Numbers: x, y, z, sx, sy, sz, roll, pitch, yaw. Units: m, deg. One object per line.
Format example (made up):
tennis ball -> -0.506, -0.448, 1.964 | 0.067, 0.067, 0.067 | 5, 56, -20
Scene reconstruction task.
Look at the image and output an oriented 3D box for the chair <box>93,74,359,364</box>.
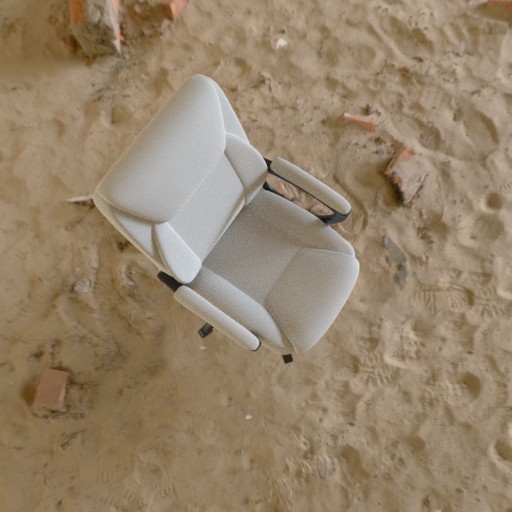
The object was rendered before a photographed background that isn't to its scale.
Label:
chair -> 0.000, 0.000, 1.495 | 0.669, 1.065, 0.663 | 34, 78, 8
